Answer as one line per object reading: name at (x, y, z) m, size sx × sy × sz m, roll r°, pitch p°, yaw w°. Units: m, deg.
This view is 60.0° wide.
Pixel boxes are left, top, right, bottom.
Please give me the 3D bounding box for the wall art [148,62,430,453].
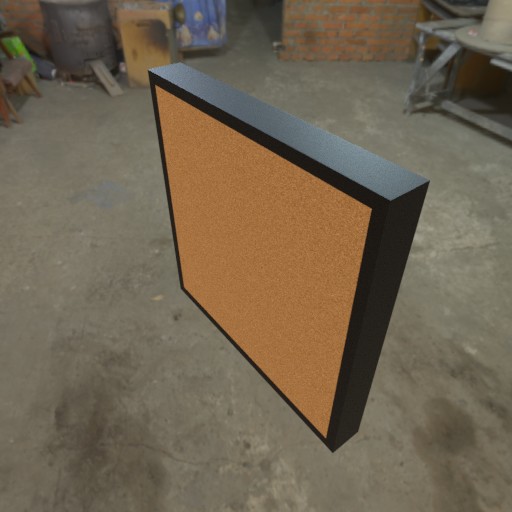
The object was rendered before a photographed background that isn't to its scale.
wall art at (0.000, 0.000, 0.456) m, size 0.038 × 0.304 × 0.305 m, roll -26°, pitch 46°, yaw -28°
